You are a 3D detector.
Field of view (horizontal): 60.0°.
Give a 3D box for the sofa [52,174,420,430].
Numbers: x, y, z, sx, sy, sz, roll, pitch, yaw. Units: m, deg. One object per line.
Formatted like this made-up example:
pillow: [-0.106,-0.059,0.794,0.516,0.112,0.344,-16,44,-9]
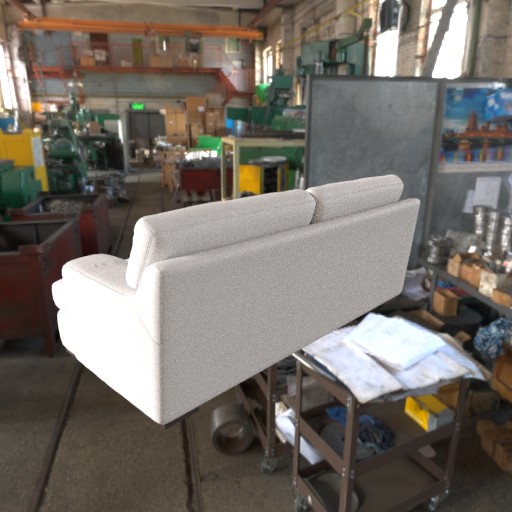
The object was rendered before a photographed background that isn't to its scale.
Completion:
sofa: [0.000,0.000,2.824,1.143,0.940,2.261,16,23,42]
